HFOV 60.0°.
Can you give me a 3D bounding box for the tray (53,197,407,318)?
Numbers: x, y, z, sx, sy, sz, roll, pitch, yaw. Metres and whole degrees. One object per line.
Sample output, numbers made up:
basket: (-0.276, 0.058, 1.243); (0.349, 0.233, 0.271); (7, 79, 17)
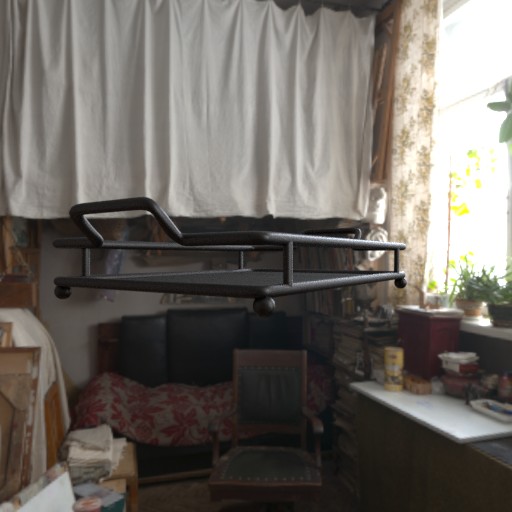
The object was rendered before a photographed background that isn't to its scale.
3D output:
tray: (0.000, 0.000, 0.604); (0.297, 0.101, 0.495); (0, 0, 34)
